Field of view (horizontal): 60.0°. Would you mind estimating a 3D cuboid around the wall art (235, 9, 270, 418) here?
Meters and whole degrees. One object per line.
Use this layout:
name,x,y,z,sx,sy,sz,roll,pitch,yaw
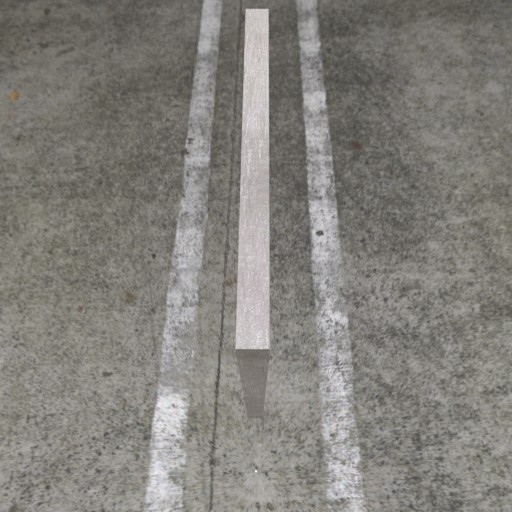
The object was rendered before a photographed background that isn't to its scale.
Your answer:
wall art,0.000,0.000,0.686,0.032,0.521,0.421,0,64,0
